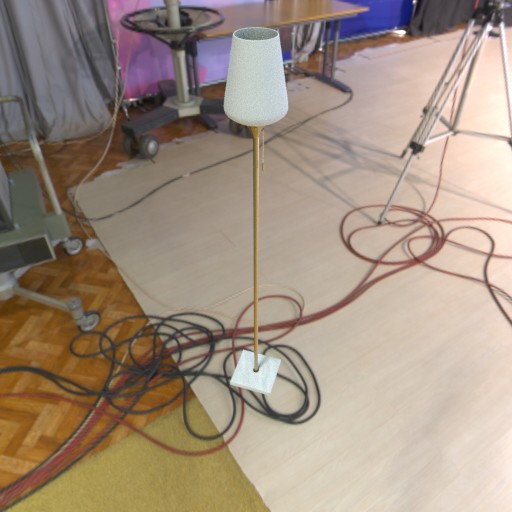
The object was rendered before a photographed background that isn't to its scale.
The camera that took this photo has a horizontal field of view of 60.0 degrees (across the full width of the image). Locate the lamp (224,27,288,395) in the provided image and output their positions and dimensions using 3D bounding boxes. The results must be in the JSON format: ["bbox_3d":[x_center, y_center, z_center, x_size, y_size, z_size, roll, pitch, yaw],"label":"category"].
[{"bbox_3d":[0.000,0.000,1.953,0.232,1.813,0.229,12,43,13],"label":"lamp"}]
